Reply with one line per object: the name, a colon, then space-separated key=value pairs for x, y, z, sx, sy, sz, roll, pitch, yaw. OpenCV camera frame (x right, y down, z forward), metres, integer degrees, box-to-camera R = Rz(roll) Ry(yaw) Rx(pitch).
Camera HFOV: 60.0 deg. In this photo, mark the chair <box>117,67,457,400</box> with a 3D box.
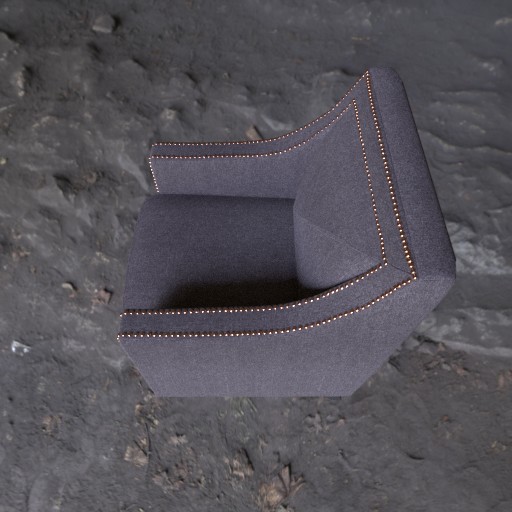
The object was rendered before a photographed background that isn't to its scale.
chair: x=0.000 y=0.000 z=1.544 sx=0.884 sy=0.967 sz=0.776 roll=0 pitch=57 yaw=0
